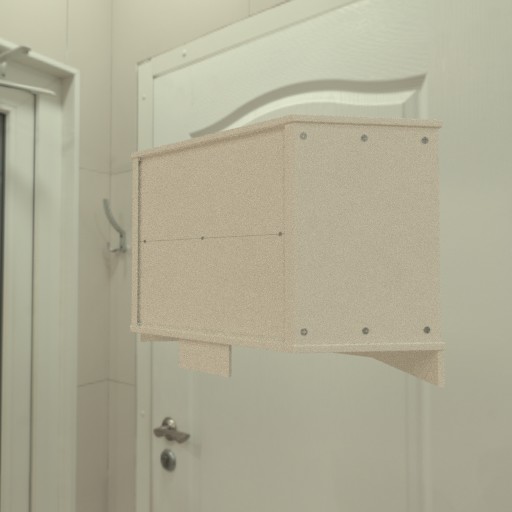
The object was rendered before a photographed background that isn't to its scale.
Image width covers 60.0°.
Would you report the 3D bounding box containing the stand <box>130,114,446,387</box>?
[{"bbox_3d":[0.000,0.000,1.333,1.072,0.614,0.477,-1,-2,36],"label":"stand"}]
